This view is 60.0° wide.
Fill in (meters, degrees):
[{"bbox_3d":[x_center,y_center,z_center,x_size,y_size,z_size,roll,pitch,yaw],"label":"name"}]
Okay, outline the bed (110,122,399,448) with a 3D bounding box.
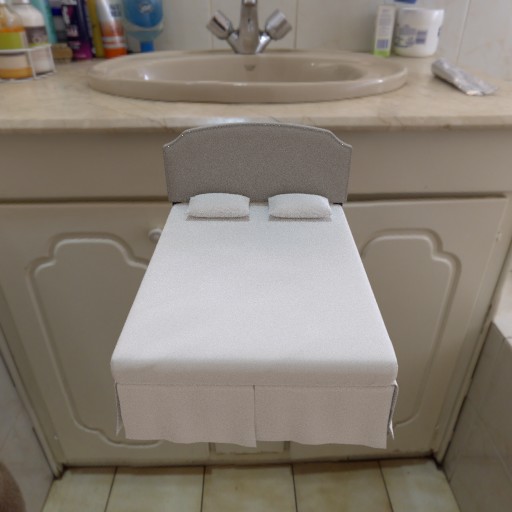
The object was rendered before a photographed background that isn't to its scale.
[{"bbox_3d":[0.000,0.000,2.964,1.558,1.270,1.999,0,31,1],"label":"bed"}]
